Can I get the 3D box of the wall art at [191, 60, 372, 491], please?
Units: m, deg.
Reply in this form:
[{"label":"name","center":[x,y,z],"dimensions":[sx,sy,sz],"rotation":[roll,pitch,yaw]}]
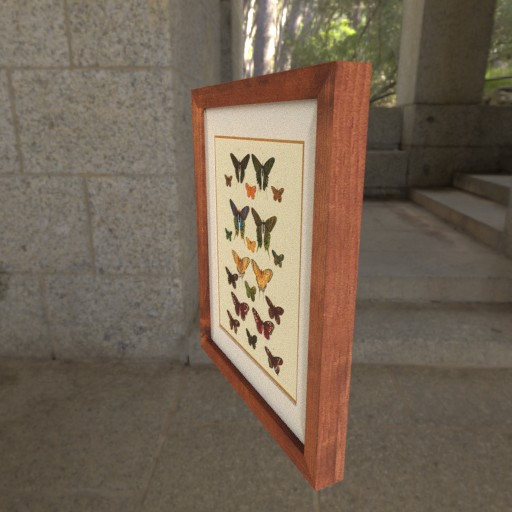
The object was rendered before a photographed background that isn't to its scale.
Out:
[{"label":"wall art","center":[0.000,0.000,0.607],"dimensions":[0.039,0.449,0.377],"rotation":[-8,19,-25]}]
